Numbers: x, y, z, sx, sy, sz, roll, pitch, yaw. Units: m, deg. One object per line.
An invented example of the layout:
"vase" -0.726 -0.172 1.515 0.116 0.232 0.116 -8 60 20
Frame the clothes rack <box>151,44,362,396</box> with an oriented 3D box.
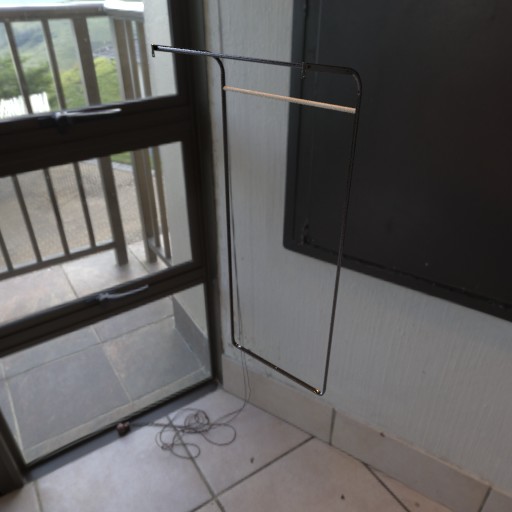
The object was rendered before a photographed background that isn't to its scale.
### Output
"clothes rack" 0.000 0.000 1.826 0.609 1.574 0.349 23 39 32
